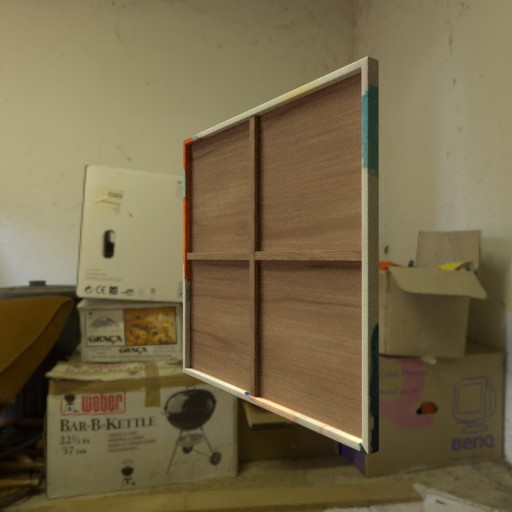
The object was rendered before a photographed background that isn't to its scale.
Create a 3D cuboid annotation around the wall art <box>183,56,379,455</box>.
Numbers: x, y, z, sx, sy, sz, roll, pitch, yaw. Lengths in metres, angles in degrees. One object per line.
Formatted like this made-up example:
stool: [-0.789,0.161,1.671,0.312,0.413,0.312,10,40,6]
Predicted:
wall art: [0.000,0.000,1.547,0.044,1.017,1.017,0,0,-37]
